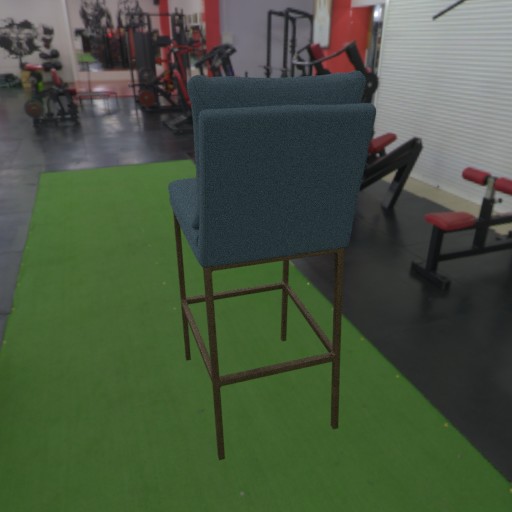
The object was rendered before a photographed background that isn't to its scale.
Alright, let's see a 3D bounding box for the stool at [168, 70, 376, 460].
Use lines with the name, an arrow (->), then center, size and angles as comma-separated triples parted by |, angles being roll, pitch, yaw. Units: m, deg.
stool -> 0.000, 0.000, 1.439 | 0.463, 1.124, 0.568 | -8, 27, -16
